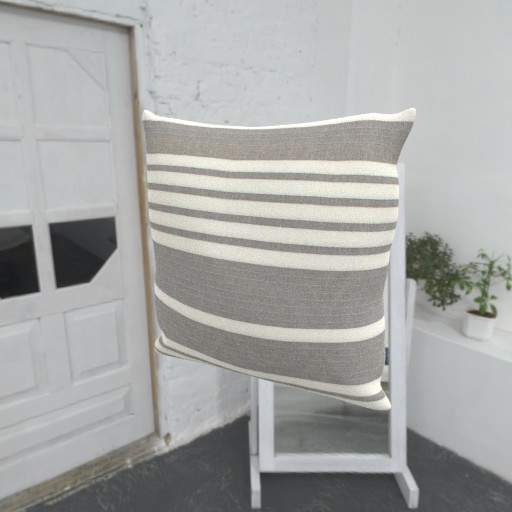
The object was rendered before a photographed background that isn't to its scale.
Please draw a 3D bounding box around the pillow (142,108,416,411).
[{"bbox_3d":[0.000,0.000,0.688,0.439,0.440,0.182,8,17,26],"label":"pillow"}]
